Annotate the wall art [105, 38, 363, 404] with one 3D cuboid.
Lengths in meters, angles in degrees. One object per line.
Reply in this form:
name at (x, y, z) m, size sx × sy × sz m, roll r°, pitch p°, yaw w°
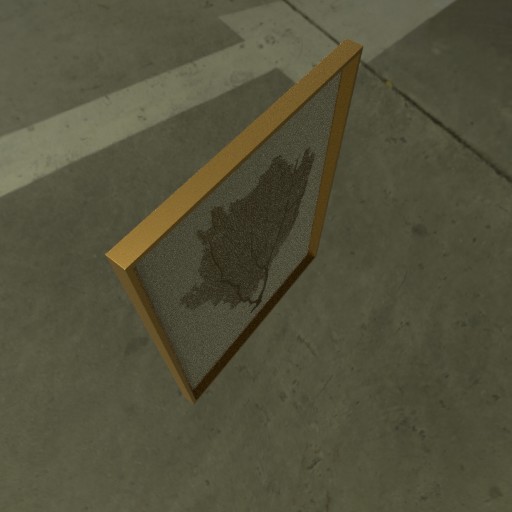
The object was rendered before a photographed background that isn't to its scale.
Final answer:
wall art at (0.000, 0.000, 1.037) m, size 0.038 × 0.762 × 0.610 m, roll 34°, pitch 64°, yaw 19°
